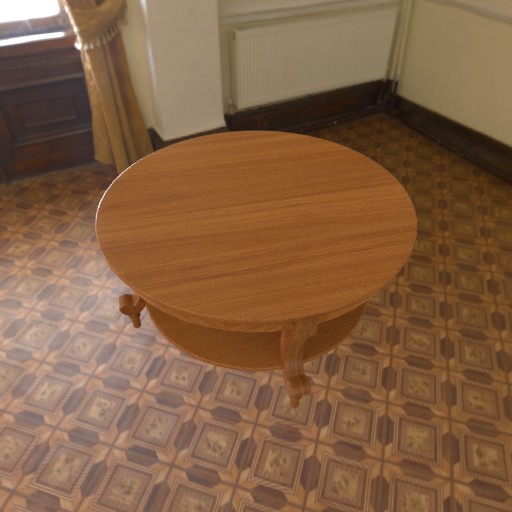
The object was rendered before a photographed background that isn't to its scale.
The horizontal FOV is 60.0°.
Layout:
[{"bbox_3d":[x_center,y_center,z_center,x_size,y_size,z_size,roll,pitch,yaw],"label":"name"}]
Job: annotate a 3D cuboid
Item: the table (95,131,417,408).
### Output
[{"bbox_3d":[0.000,0.000,1.620,1.029,0.490,1.029,0,41,0],"label":"table"}]
